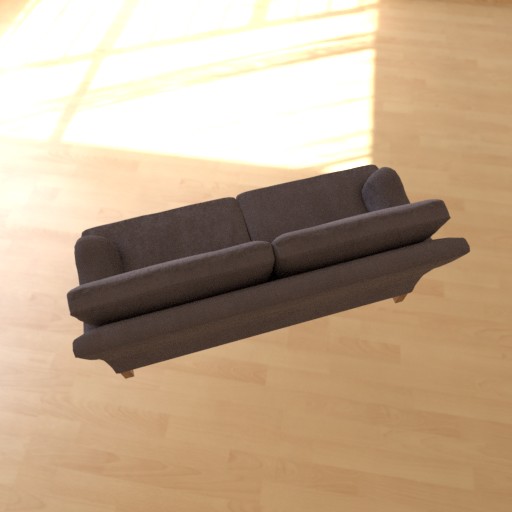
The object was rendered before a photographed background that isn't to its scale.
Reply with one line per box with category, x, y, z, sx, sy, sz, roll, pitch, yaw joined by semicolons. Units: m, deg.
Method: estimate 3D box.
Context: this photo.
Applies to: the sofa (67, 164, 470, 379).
sofa;0.000;0.000;2.849;2.165;1.087;1.086;-14;60;-8
